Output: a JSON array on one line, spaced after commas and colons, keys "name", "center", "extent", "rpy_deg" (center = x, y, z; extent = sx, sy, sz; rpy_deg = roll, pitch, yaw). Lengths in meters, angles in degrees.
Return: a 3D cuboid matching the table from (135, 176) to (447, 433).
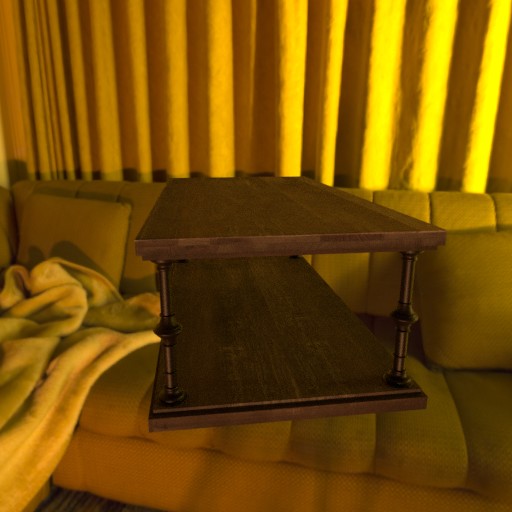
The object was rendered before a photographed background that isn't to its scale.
[{"name": "table", "center": [0.000, 0.000, 1.339], "extent": [0.554, 0.373, 1.088], "rpy_deg": [-2, 15, -7]}]
